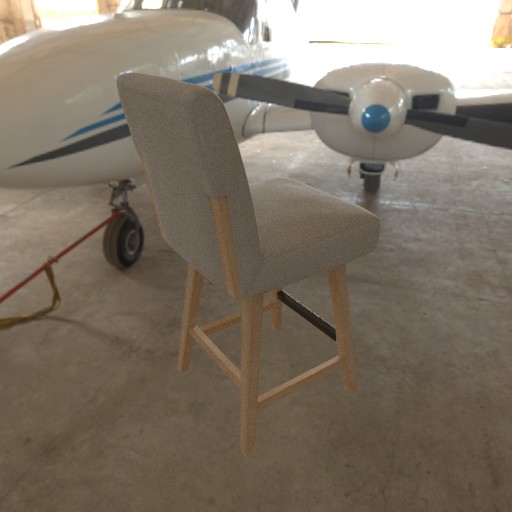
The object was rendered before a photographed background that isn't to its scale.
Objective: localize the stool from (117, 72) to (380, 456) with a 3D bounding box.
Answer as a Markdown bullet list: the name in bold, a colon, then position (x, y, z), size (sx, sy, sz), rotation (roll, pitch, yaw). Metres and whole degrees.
- **stool**: position (0.000, 0.000, 1.405), size (0.606, 1.085, 0.507), rotation (-18, 32, -30)
